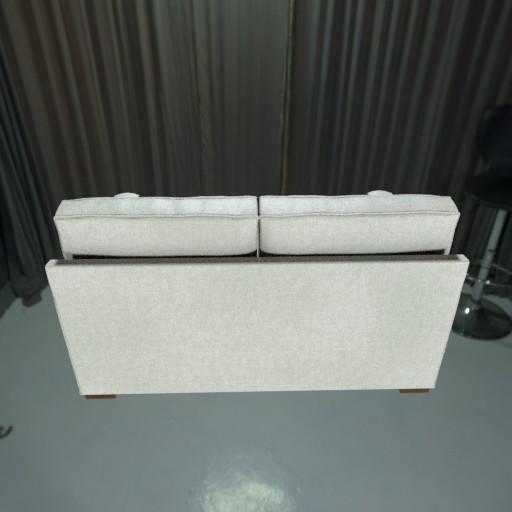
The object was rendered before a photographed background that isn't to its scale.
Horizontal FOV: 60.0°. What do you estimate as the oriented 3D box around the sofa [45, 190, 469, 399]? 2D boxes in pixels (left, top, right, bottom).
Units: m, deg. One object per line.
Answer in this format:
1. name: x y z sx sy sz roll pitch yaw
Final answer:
1. sofa: 0.000 0.000 2.052 1.484 0.853 0.940 -1 31 -1
